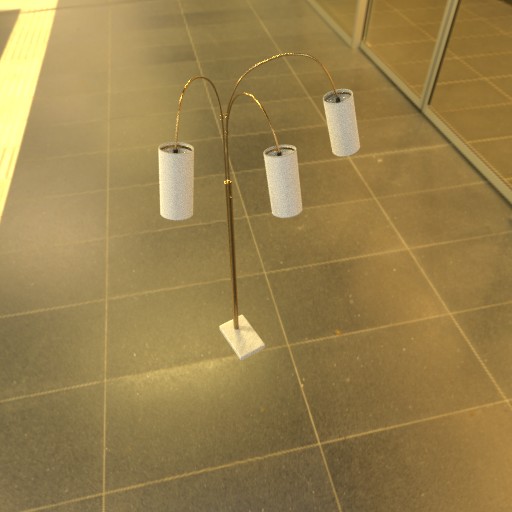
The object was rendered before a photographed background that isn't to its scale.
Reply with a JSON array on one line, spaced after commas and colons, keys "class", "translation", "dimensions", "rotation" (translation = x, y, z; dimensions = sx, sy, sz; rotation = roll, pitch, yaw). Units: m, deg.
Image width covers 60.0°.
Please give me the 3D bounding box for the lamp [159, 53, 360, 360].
[{"class": "lamp", "translation": [0.000, 0.000, 2.454], "dimensions": [1.020, 2.055, 0.667], "rotation": [-24, 51, -22]}]
